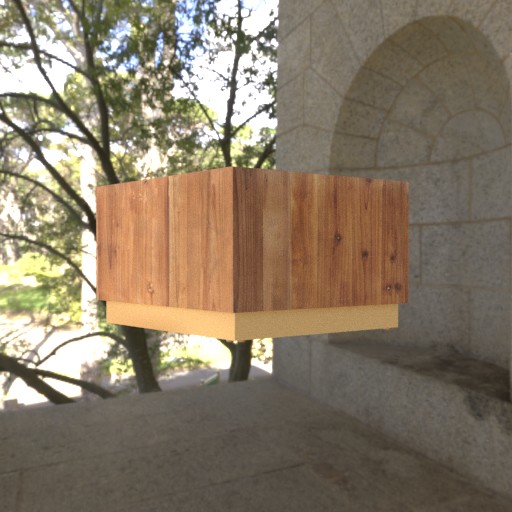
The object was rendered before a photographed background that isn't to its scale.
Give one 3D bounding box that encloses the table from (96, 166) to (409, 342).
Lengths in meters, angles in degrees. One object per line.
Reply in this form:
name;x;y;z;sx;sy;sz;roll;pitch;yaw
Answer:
table;0.000;0.000;1.696;1.154;0.456;1.000;0;0;36
